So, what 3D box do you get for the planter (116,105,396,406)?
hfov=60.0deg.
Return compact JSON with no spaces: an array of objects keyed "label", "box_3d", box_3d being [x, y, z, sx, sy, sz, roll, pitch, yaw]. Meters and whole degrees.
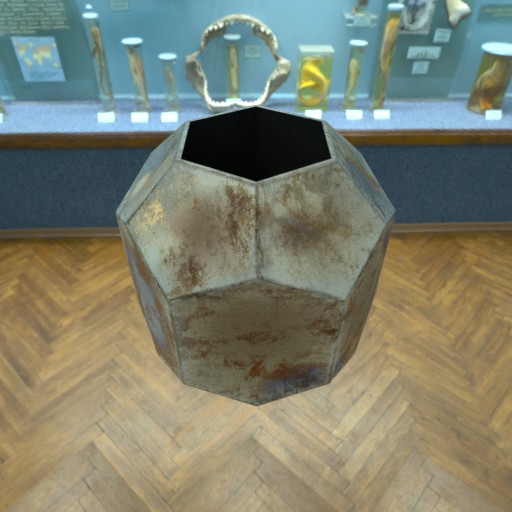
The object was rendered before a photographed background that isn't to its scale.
[{"label":"planter","box_3d":[0.000,0.000,0.417,0.243,0.238,0.221,0,41,0]}]
